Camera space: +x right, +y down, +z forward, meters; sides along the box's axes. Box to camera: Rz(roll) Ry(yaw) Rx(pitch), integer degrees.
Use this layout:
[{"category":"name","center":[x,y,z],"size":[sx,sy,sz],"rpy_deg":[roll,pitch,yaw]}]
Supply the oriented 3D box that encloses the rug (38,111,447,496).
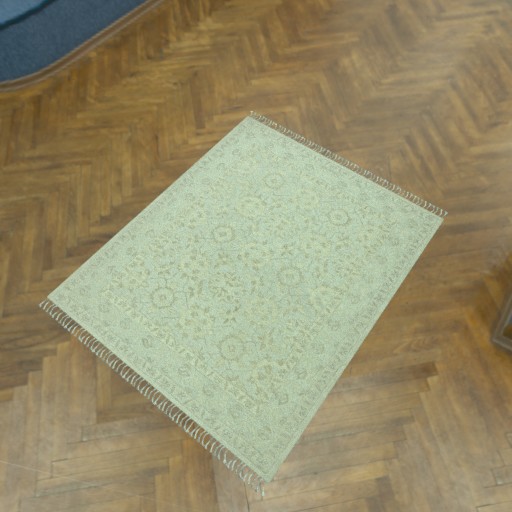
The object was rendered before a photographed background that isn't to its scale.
[{"category":"rug","center":[0.000,0.000,4.052],"size":[2.444,0.013,3.043],"rpy_deg":[33,64,18]}]
